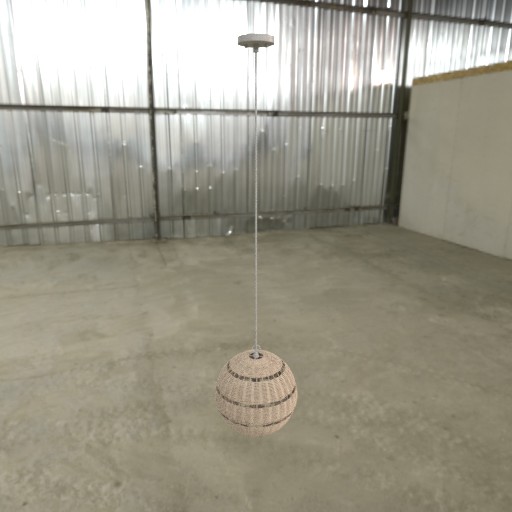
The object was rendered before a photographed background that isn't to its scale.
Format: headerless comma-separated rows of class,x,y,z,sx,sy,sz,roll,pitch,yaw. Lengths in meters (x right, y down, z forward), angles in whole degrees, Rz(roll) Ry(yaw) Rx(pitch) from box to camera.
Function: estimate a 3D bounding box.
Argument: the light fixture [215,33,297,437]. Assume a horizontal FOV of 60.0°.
light fixture,0.000,0.000,2.244,0.457,2.019,0.457,3,16,10
